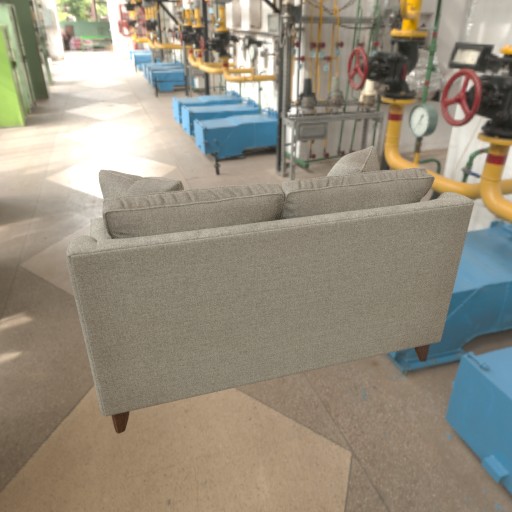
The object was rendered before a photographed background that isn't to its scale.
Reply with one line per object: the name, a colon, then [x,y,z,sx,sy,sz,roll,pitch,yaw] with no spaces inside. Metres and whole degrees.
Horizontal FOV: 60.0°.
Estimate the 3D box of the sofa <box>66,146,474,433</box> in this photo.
sofa: [0.000,0.000,1.975,1.422,0.863,0.915,-8,29,-15]
